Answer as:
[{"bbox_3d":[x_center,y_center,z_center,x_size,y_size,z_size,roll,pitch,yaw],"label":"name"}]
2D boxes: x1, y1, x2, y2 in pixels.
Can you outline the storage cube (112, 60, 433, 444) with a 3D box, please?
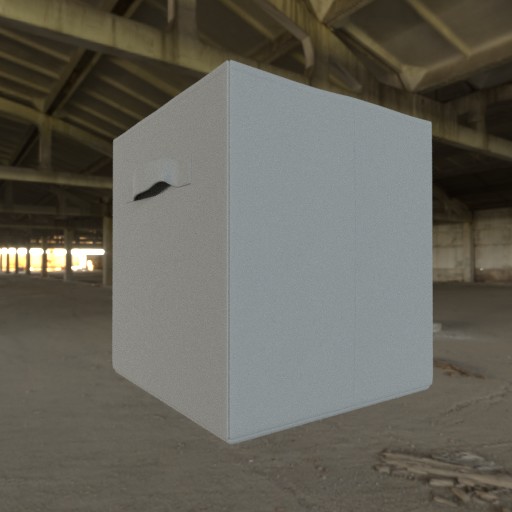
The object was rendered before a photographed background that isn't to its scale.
[{"bbox_3d":[0.000,0.000,0.493,0.270,0.280,0.270,0,-1,-35],"label":"storage cube"}]
